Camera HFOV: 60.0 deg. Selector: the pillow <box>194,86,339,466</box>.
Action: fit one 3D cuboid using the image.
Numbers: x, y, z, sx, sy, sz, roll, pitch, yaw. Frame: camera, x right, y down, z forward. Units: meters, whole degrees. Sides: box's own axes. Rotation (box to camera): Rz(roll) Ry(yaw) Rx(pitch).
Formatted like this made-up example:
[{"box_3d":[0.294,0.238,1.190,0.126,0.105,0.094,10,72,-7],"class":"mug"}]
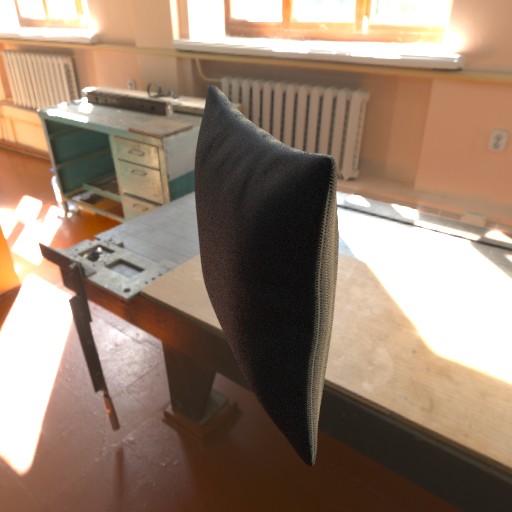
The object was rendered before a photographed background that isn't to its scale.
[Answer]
[{"box_3d":[0.000,0.000,0.797,0.166,0.508,0.520,-10,31,-16],"class":"pillow"}]
